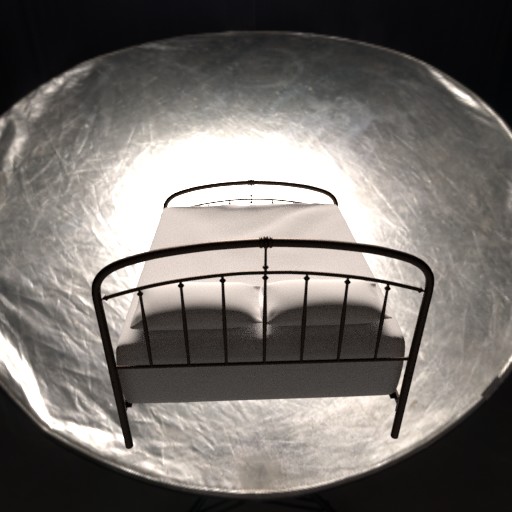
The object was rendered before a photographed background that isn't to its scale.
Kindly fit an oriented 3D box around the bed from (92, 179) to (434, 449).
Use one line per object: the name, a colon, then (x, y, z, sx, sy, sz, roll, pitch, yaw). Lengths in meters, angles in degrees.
bed: (0.000, 0.000, 3.311, 1.711, 1.425, 2.180, -1, 30, -2)
